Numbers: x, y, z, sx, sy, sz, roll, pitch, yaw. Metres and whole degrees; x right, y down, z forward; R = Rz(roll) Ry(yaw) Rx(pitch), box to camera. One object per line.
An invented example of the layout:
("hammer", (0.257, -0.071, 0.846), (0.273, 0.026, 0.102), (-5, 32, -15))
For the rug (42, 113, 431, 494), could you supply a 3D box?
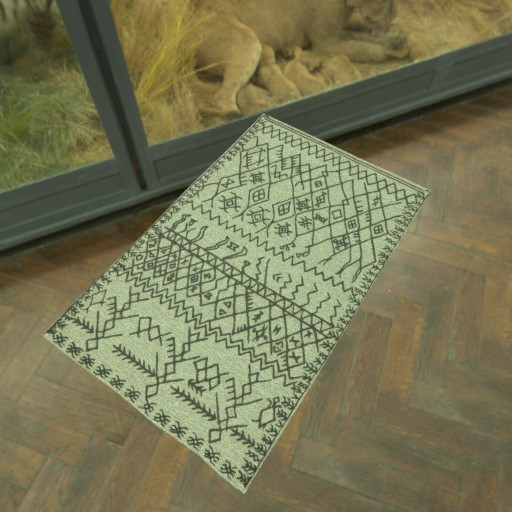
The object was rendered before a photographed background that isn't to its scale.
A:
("rug", (0.000, 0.000, 4.744), (2.393, 0.019, 3.824), (30, 63, 17))
